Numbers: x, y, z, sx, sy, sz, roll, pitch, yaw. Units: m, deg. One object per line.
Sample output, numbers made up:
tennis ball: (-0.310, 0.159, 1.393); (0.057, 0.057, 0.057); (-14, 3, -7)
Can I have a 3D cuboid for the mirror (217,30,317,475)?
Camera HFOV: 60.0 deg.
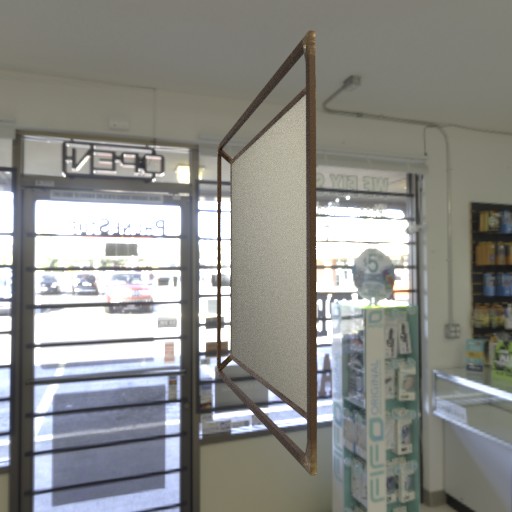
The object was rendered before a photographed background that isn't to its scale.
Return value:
mirror: (0.000, 0.000, 0.902); (0.032, 0.610, 0.610); (1, -2, -17)
